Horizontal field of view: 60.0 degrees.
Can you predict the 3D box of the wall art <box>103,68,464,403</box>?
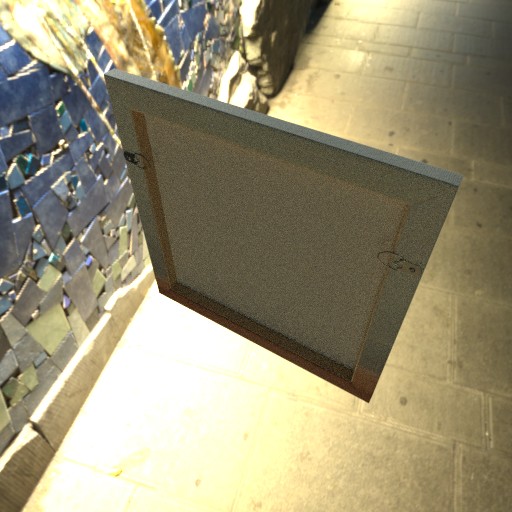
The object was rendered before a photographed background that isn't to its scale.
[{"bbox_3d":[0.000,0.000,0.886,0.605,0.605,0.034,24,51,21],"label":"wall art"}]
